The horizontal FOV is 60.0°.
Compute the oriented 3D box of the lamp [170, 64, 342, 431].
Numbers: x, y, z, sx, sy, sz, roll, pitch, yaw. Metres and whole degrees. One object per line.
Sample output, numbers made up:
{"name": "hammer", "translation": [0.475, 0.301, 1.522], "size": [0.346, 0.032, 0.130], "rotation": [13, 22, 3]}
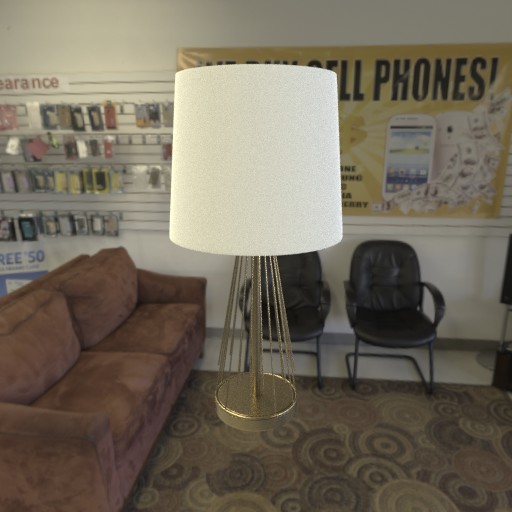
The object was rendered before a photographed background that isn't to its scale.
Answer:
{"name": "lamp", "translation": [0.000, 0.000, 0.801], "size": [0.303, 0.618, 0.303], "rotation": [0, 15, 0]}
